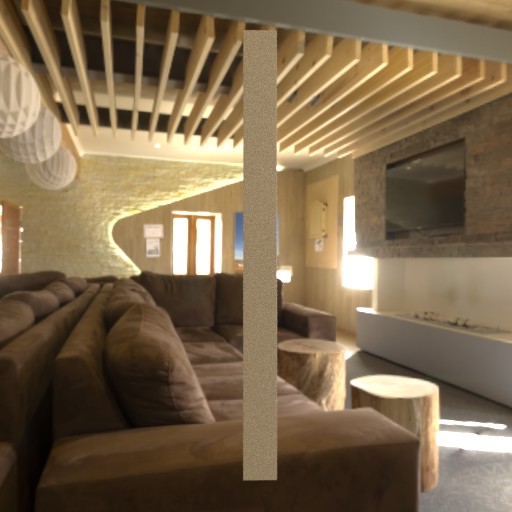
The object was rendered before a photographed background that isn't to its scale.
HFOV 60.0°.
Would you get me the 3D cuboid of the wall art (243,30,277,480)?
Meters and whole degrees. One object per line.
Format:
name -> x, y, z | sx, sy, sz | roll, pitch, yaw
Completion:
wall art -> 0.000, 0.000, 0.754 | 0.038, 0.508, 0.507 | 0, 0, -1
